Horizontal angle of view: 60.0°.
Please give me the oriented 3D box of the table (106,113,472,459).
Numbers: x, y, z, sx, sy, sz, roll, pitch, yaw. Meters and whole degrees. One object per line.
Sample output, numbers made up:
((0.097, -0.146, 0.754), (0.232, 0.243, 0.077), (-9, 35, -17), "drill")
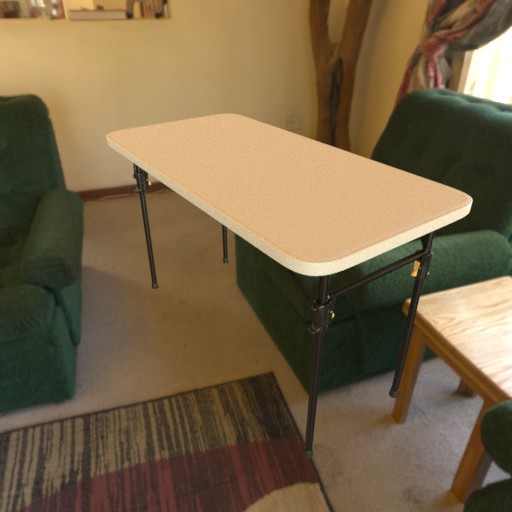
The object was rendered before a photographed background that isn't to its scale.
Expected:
((0.000, 0.000, 1.622), (0.610, 0.729, 1.219), (-20, 36, -30), "table")
